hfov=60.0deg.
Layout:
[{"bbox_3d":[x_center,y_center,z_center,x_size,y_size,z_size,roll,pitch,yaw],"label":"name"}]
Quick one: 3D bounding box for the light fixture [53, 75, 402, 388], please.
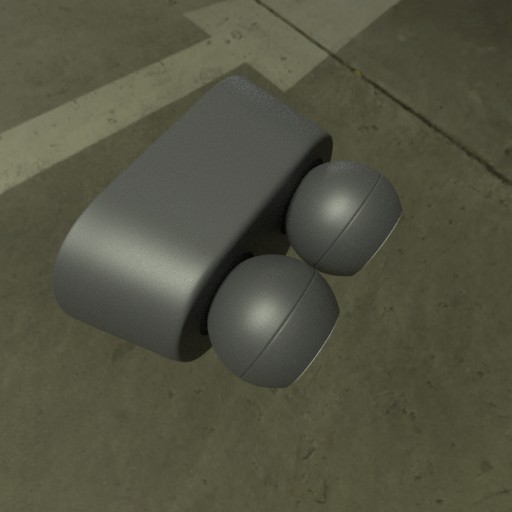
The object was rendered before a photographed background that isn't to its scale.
[{"bbox_3d":[0.000,0.000,0.335,0.159,0.159,0.229,29,64,16],"label":"light fixture"}]
